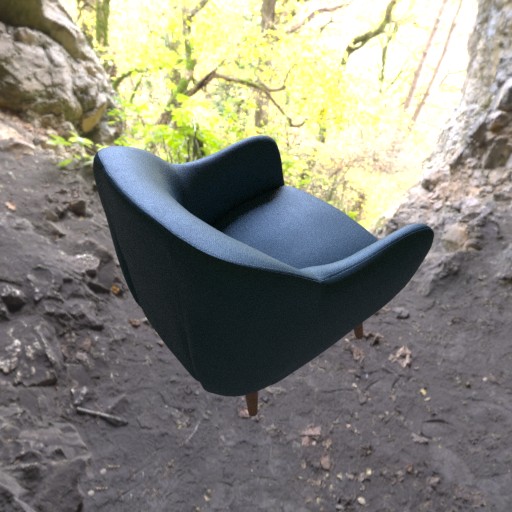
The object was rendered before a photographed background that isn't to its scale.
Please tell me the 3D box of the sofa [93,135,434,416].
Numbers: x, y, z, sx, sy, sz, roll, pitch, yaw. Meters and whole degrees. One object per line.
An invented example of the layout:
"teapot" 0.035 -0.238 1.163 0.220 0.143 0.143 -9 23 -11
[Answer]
"sofa" 0.000 0.000 1.537 0.825 0.817 0.836 -27 48 -28
